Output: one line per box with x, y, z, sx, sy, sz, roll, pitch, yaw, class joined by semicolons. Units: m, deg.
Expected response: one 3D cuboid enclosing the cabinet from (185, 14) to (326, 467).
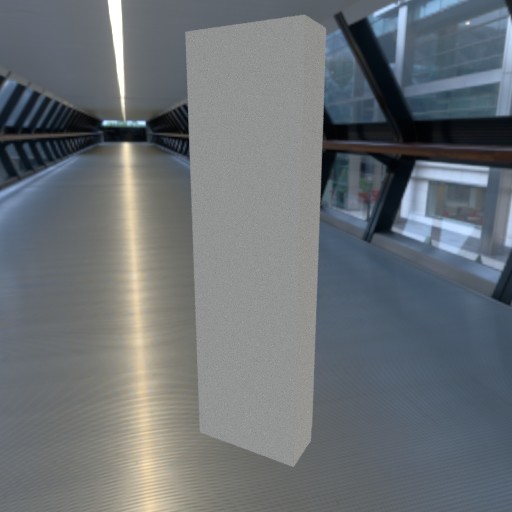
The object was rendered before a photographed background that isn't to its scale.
0.000;0.000;1.928;0.500;1.790;0.230;8;16;28;cabinet
